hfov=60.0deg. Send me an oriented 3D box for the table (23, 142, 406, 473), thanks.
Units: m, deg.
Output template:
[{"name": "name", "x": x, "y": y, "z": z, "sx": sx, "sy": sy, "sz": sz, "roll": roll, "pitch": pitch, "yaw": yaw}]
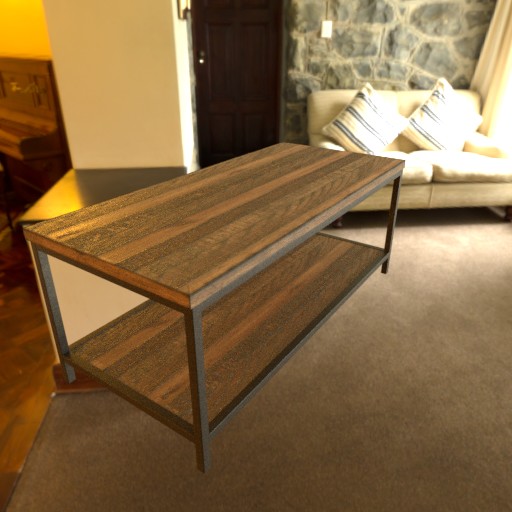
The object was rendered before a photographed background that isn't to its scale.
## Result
[{"name": "table", "x": 0.000, "y": 0.000, "z": 1.226, "sx": 0.452, "sy": 0.399, "sz": 0.990, "roll": 17, "pitch": 31, "yaw": 31}]
